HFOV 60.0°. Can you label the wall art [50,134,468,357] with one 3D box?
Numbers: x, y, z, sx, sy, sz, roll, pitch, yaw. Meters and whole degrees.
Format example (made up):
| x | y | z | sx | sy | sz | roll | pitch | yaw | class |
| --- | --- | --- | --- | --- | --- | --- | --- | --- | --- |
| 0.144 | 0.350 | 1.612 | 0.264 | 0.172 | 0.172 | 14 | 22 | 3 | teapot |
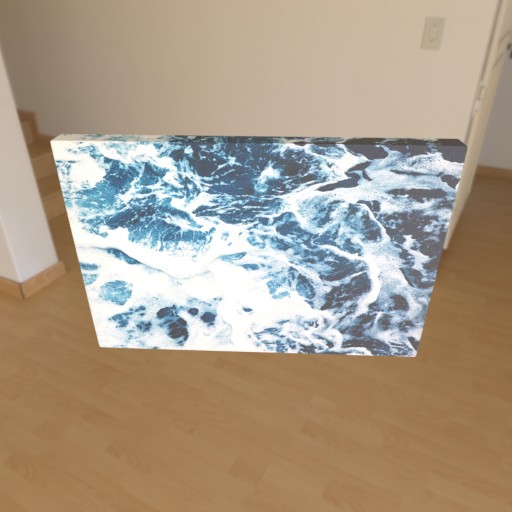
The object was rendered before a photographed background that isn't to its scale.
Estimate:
| x | y | z | sx | sy | sz | roll | pitch | yaw | class |
| --- | --- | --- | --- | --- | --- | --- | --- | --- | --- |
| 0.000 | 0.000 | 0.766 | 0.609 | 0.407 | 0.043 | 1 | 31 | 2 | wall art |
